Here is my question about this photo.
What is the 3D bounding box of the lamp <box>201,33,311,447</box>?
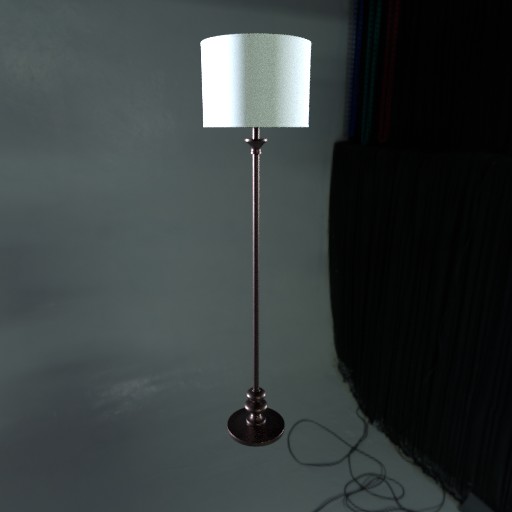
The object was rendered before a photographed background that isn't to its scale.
[{"bbox_3d":[0.000,0.000,1.643,0.356,1.487,0.356,-9,19,-28],"label":"lamp"}]
